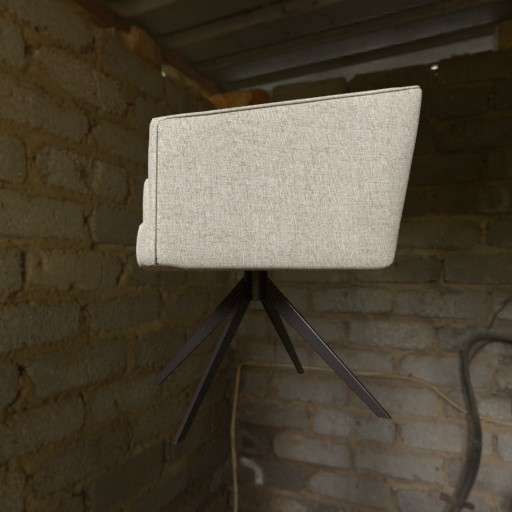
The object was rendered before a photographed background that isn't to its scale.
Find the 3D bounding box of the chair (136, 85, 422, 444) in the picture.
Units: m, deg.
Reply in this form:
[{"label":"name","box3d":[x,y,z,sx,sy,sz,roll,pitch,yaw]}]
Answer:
[{"label":"chair","box3d":[0.000,0.000,1.196,0.623,0.760,0.628,1,-2,-15]}]
